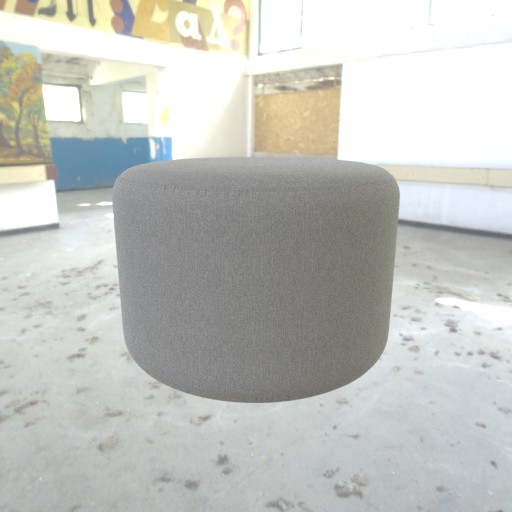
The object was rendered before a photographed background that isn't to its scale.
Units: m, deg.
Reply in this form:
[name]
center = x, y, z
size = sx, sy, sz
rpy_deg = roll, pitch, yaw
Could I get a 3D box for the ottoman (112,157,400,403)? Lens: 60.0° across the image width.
[ottoman]
center = 0.000, 0.000, 1.017
size = 0.608, 0.433, 0.608
rpy_deg = 0, 15, 0
